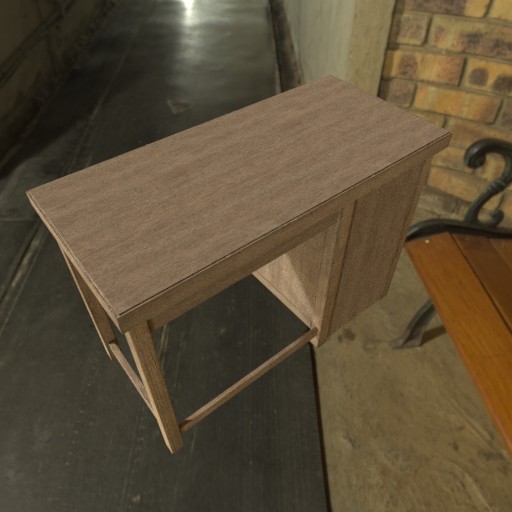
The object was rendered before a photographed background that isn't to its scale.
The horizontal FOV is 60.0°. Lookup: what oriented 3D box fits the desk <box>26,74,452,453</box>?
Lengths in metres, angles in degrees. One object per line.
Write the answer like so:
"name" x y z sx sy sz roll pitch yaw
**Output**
"desk" 0.000 0.000 1.772 1.289 0.912 0.610 -30 53 -26
